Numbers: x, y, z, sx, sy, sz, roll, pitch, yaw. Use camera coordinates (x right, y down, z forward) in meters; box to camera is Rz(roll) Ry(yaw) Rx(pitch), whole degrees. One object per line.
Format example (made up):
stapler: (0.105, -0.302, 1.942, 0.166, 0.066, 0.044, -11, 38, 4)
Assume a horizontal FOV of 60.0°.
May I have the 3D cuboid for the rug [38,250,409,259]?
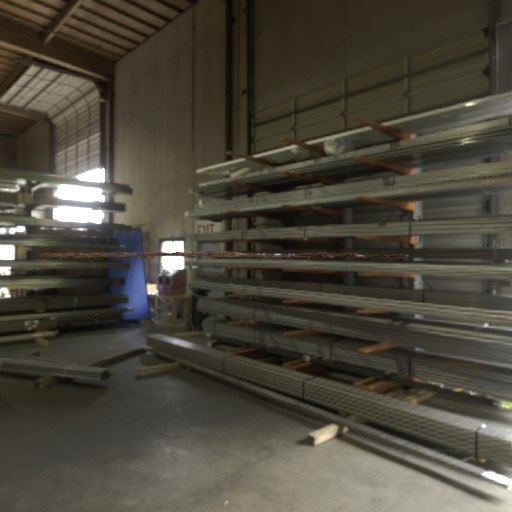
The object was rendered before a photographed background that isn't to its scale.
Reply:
rug: (0.000, 0.000, 3.194, 1.778, 0.048, 2.450, 0, 0, 35)
